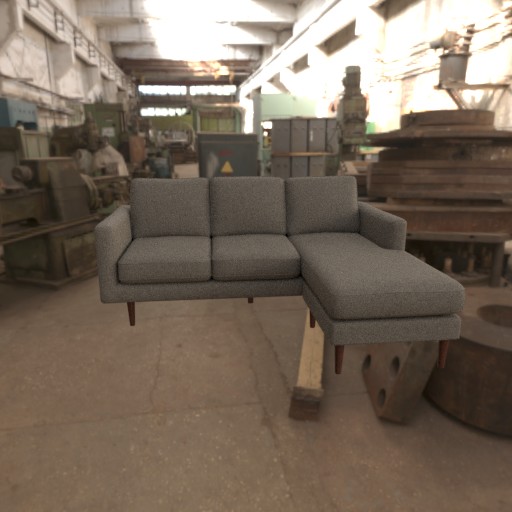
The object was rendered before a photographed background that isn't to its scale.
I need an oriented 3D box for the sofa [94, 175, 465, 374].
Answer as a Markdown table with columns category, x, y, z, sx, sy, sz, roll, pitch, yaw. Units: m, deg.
| category | x | y | z | sx | sy | sz | roll | pitch | yaw |
| --- | --- | --- | --- | --- | --- | --- | --- | --- | --- |
| sofa | 0.000 | 0.000 | 2.981 | 2.055 | 0.957 | 1.667 | -2 | 15 | -6 |
